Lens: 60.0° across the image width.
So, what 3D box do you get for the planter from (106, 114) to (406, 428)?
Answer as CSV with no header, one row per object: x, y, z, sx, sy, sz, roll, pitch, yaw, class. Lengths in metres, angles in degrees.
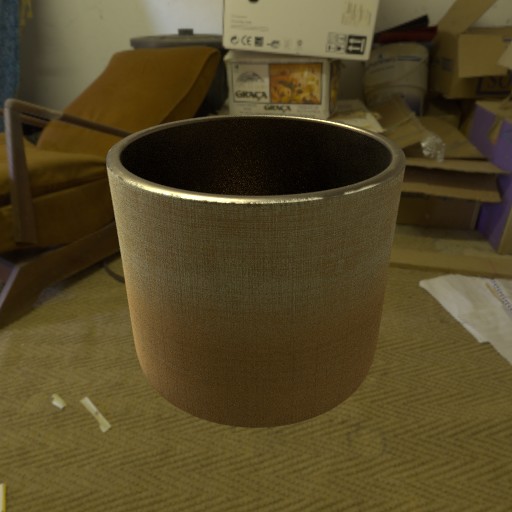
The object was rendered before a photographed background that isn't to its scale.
0.000,0.000,0.437,0.254,0.221,0.254,0,30,0,planter
